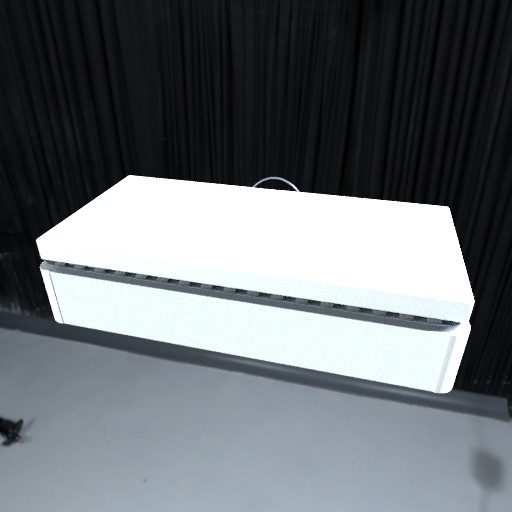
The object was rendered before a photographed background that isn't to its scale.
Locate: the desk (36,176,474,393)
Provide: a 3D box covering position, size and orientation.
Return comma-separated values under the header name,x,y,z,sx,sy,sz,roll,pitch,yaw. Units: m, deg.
name,x,y,z,sx,sy,sz,roll,pitch,yaw
desk,0.000,0.000,2.246,1.900,0.526,0.900,8,31,13
